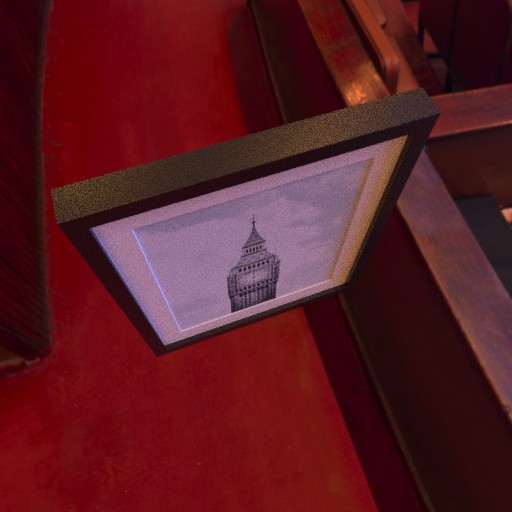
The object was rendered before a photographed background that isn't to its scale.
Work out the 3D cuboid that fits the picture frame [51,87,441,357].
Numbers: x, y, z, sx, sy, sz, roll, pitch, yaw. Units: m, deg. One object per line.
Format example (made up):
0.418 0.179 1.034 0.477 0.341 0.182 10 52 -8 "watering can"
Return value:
0.000 0.000 0.531 0.328 0.378 0.034 -18 64 -9 "picture frame"
